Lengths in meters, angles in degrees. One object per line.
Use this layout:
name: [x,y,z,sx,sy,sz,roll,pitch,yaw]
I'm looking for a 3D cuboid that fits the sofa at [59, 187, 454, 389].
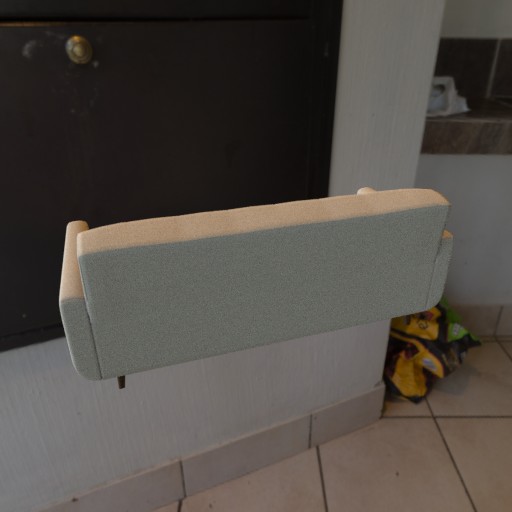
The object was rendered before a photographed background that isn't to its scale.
sofa: [0.000,0.000,2.688,2.137,0.892,0.980,-9,29,-16]
